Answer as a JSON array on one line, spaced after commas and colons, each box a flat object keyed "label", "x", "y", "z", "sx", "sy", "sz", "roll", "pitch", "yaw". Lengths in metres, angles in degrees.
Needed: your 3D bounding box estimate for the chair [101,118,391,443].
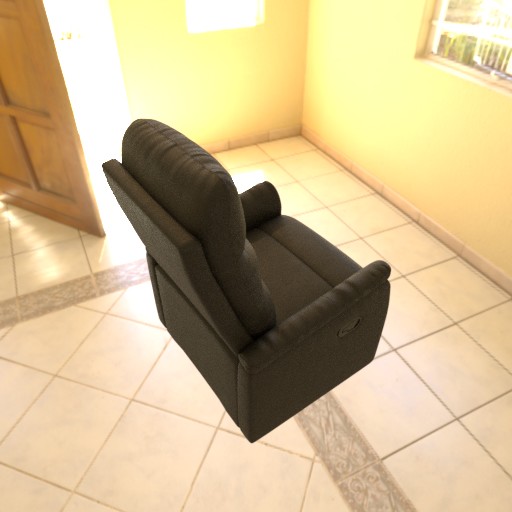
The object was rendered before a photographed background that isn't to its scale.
[{"label": "chair", "x": 0.000, "y": 0.000, "z": 1.670, "sx": 0.831, "sy": 1.082, "sz": 0.775, "roll": -25, "pitch": 46, "yaw": -27}]
